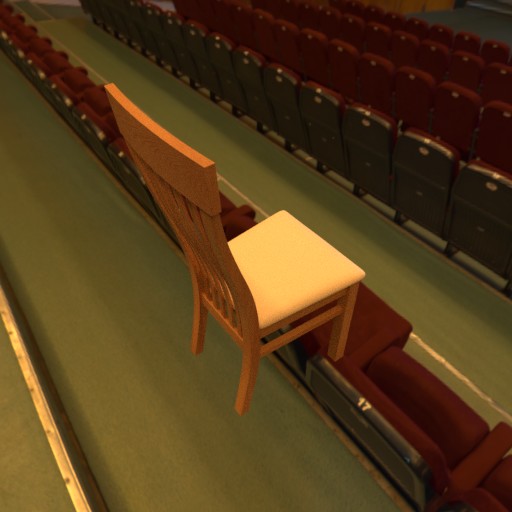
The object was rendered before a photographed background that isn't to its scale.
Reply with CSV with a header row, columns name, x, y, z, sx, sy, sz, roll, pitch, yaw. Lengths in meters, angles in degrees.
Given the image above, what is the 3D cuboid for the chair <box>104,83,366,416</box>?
name,x,y,z,sx,sy,sz,roll,pitch,yaw
chair,0.000,0.000,1.377,0.580,1.050,0.450,-26,49,-26
